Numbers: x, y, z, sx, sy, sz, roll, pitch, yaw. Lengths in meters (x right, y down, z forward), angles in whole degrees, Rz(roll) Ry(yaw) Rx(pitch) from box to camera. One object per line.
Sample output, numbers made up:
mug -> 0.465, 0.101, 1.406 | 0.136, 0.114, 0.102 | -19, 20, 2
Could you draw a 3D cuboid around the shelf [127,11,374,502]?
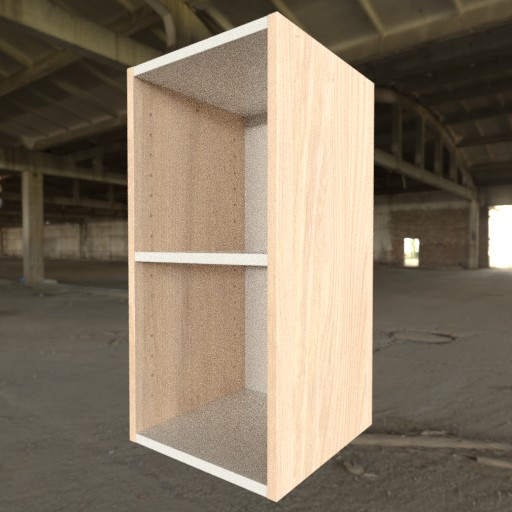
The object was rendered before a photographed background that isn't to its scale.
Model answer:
shelf -> 0.000, 0.000, 0.741 | 0.290, 0.594, 0.297 | 1, 2, 37
